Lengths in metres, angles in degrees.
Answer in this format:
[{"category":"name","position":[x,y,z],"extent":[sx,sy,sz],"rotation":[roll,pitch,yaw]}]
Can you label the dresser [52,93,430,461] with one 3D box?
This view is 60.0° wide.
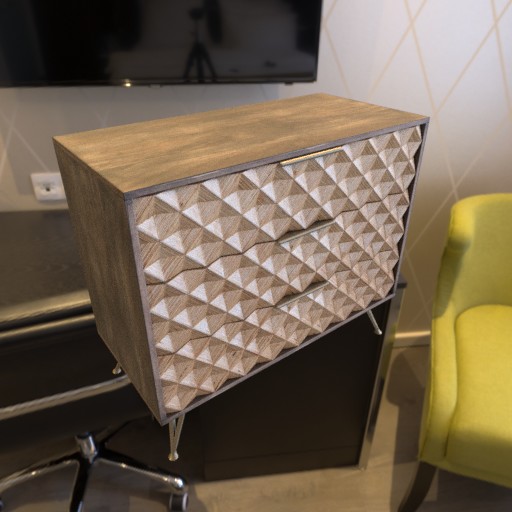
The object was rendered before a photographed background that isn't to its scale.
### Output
[{"category":"dresser","position":[0.000,0.000,1.384],"extent":[0.923,0.801,0.453],"rotation":[-21,37,-31]}]
